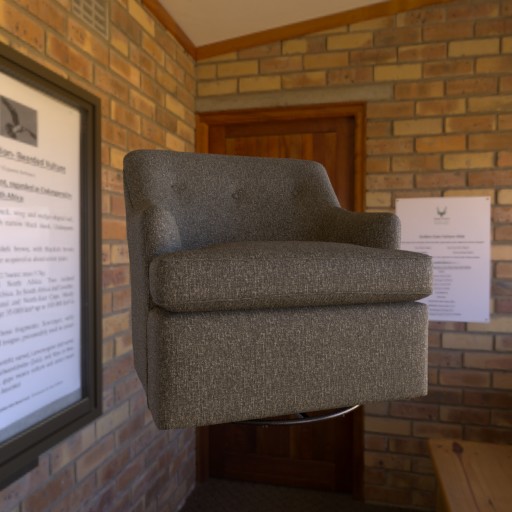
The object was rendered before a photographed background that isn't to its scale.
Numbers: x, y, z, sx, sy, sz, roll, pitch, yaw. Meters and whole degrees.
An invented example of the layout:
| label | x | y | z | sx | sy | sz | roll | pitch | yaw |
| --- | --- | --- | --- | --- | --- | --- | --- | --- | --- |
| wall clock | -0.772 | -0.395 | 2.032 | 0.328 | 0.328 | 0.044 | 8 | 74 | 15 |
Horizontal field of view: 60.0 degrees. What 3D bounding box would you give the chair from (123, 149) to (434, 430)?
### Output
| label | x | y | z | sx | sy | sz | roll | pitch | yaw |
| --- | --- | --- | --- | --- | --- | --- | --- | --- | --- |
| chair | 0.000 | 0.000 | 1.539 | 0.864 | 0.856 | 0.923 | 0 | 1 | -19 |
